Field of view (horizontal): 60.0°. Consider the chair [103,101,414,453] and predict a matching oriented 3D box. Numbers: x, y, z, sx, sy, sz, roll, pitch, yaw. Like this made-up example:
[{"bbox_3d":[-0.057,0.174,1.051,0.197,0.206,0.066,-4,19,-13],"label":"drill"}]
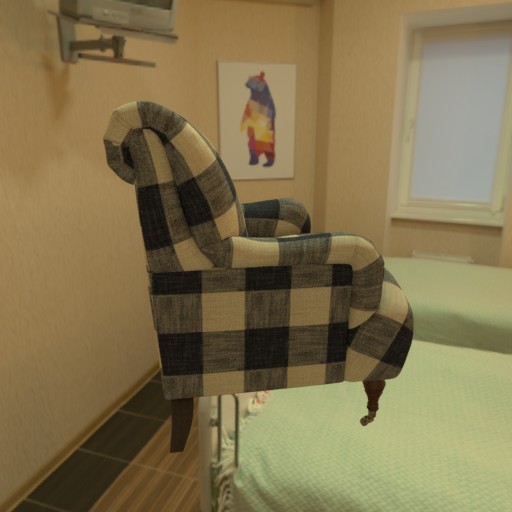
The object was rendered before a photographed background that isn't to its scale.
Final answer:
[{"bbox_3d":[0.000,0.000,1.514,0.848,0.953,0.781,-3,16,-10],"label":"chair"}]
